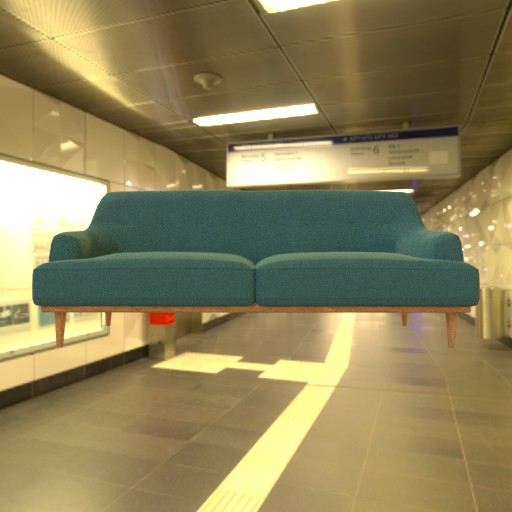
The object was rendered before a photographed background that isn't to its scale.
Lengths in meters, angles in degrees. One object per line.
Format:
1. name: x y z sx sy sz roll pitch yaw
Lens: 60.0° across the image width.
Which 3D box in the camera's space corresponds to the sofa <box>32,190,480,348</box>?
1. sofa: 0.000 0.000 2.476 2.057 0.871 0.978 0 0 0
